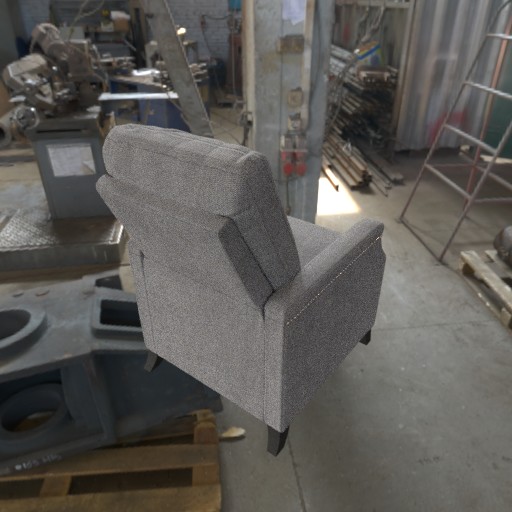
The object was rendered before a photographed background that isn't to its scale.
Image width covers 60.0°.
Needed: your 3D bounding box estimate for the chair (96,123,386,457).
[{"bbox_3d":[0.000,0.000,1.663,0.710,1.049,0.922,21,37,32],"label":"chair"}]
